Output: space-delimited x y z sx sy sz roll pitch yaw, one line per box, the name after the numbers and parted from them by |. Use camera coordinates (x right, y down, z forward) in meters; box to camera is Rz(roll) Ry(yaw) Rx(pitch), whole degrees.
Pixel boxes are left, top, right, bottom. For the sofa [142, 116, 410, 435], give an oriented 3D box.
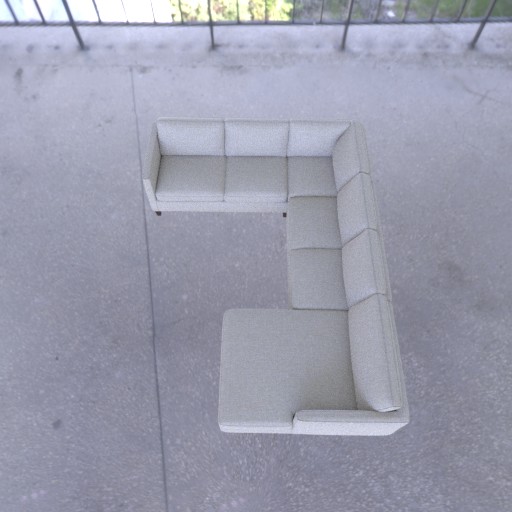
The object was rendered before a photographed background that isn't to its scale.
0.000 0.000 4.602 2.551 0.889 3.403 1 60 0 | sofa
